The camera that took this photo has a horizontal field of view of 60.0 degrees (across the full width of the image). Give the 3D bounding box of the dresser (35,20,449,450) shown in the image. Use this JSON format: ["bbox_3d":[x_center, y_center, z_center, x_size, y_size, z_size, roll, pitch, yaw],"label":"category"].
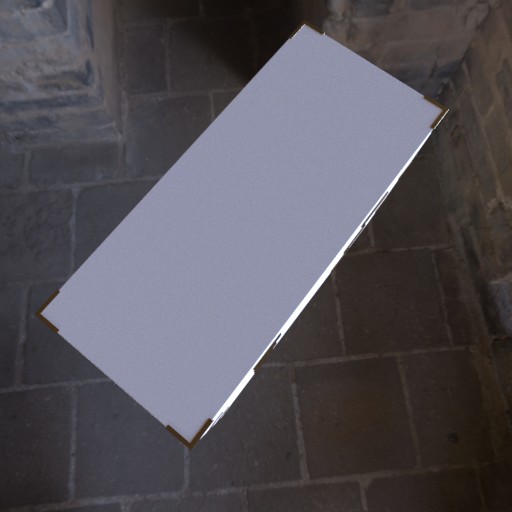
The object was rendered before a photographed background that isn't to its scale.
[{"bbox_3d":[0.000,0.000,1.491,0.460,0.891,1.022,37,77,10],"label":"dresser"}]
